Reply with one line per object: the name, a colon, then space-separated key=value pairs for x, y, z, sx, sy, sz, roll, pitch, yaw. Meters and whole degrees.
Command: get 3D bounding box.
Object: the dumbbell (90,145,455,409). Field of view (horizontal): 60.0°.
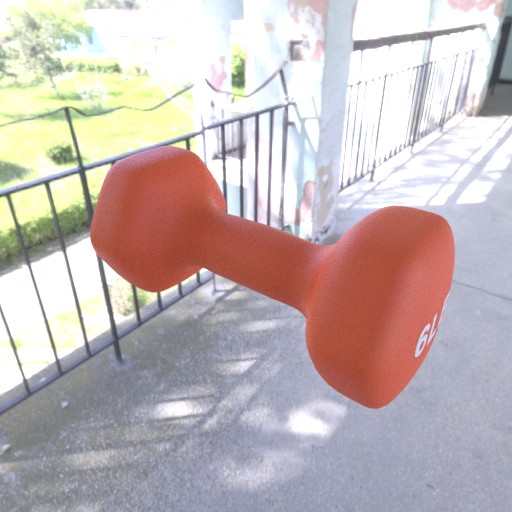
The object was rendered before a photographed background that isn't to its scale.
dumbbell: x=0.000 y=0.000 z=0.202 sx=0.162 sy=0.071 sz=0.079 roll=22 pitch=37 yaw=32
